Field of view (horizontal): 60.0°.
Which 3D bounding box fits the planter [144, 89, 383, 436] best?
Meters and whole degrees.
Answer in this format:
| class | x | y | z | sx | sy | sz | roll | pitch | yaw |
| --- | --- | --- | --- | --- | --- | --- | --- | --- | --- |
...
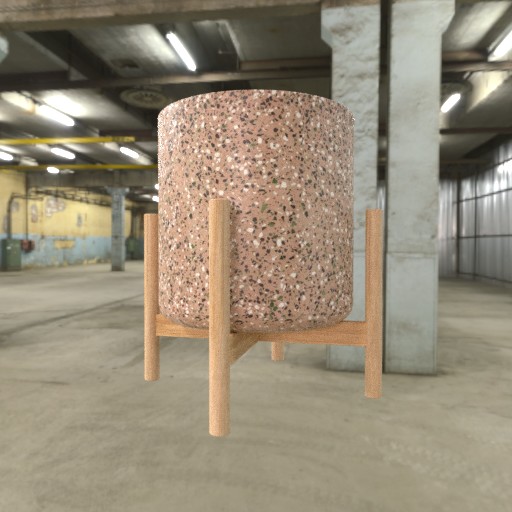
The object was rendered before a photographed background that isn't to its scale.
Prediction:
| class | x | y | z | sx | sy | sz | roll | pitch | yaw |
| --- | --- | --- | --- | --- | --- | --- | --- | --- | --- |
| planter | 0.000 | 0.000 | 0.706 | 0.360 | 0.419 | 0.360 | 1 | 1 | 36 |
